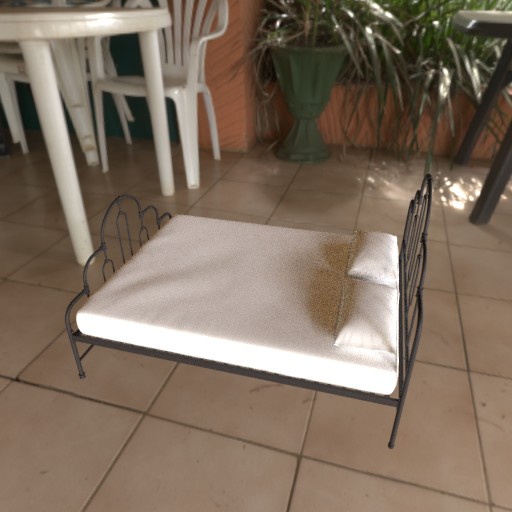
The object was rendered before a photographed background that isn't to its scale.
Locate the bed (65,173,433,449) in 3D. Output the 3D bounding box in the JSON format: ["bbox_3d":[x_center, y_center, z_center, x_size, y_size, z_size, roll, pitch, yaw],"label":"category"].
[{"bbox_3d":[0.000,0.000,3.213,2.163,1.429,1.640,8,32,13],"label":"bed"}]
